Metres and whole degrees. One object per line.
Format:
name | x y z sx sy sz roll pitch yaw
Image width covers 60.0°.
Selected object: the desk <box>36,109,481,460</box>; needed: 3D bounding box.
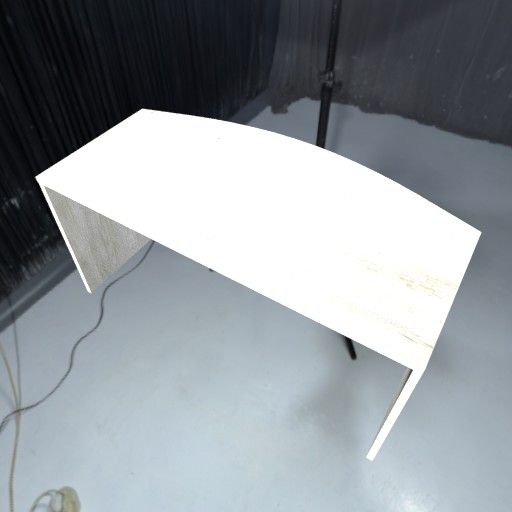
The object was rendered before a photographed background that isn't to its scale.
desk | 0.000 0.000 2.008 1.600 0.752 0.802 25 52 21
